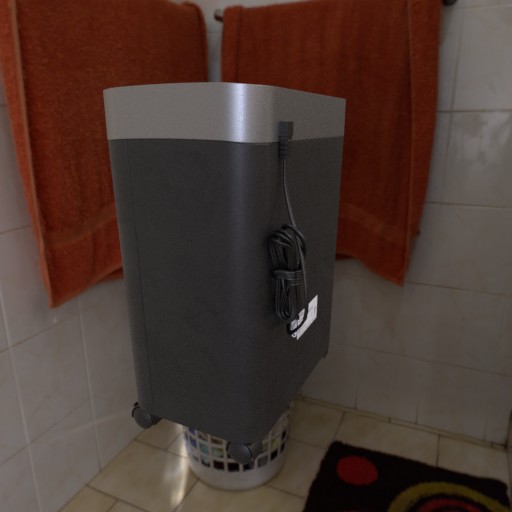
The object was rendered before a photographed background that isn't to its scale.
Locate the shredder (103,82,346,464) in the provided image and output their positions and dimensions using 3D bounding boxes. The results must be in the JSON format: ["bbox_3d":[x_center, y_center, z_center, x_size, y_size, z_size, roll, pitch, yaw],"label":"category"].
[{"bbox_3d":[0.000,0.000,0.600,0.237,0.419,0.311,8,18,25],"label":"shredder"}]
